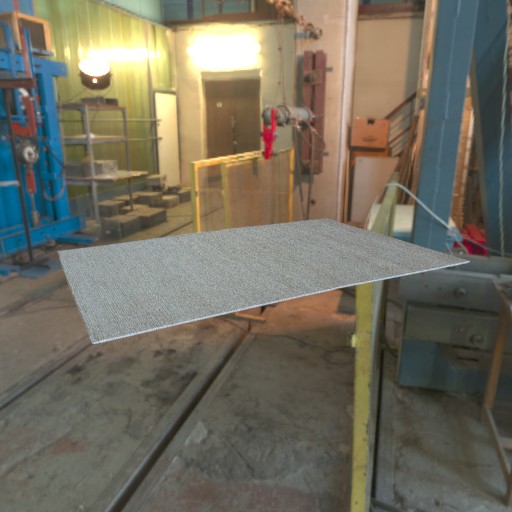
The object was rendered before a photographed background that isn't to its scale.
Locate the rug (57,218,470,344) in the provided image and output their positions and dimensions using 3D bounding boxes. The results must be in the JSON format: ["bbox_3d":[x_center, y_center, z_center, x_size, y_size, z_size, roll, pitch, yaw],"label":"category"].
[{"bbox_3d":[0.000,0.000,2.275,1.792,0.021,1.154,-9,19,-27],"label":"rug"}]
